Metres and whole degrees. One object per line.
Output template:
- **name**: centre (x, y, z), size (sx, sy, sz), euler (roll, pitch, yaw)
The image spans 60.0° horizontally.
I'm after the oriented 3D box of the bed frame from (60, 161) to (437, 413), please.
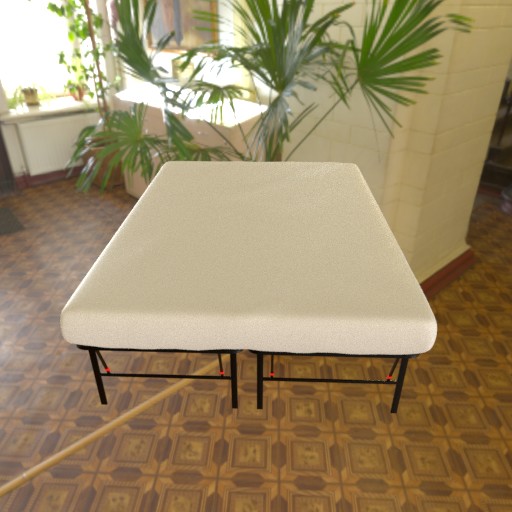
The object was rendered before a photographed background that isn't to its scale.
- **bed frame**: centre (0.000, 0.000, 2.844), size (1.584, 0.667, 2.151), euler (1, 29, 2)
